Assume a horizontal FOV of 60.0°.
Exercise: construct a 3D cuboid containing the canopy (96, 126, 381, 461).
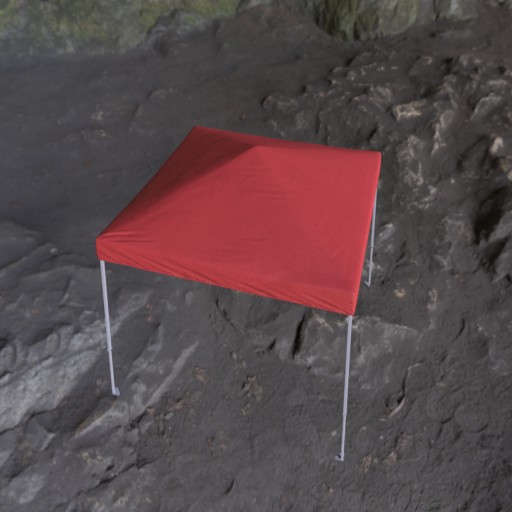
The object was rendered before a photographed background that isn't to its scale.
[{"bbox_3d":[0.000,0.000,5.201,2.849,2.849,2.848,11,44,12],"label":"canopy"}]
